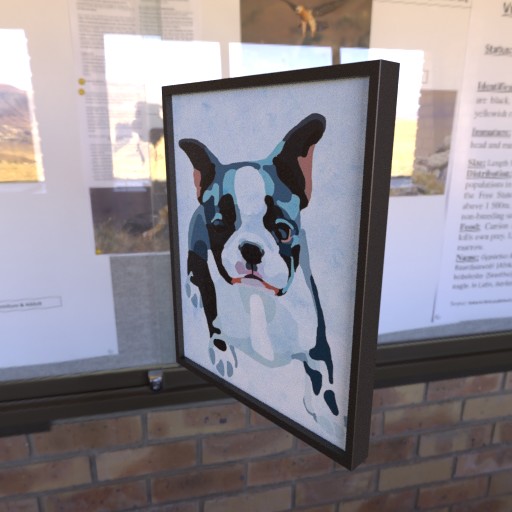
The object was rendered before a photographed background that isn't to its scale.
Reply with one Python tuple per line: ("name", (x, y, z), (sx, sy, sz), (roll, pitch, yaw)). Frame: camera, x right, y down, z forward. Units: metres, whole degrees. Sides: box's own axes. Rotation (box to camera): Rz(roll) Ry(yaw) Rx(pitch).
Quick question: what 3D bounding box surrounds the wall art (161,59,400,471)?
("wall art", (0.000, 0.000, 0.490), (0.030, 0.369, 0.294), (-15, 22, -42))
